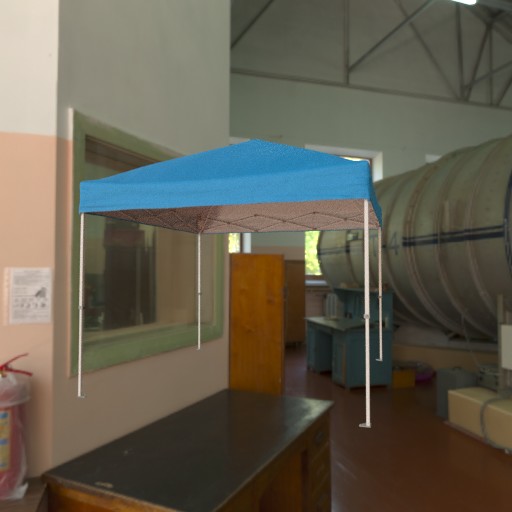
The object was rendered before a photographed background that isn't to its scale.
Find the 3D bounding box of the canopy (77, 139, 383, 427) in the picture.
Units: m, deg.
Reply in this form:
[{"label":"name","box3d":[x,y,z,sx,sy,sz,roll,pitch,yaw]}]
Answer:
[{"label":"canopy","box3d":[0.000,0.000,5.622,2.998,2.997,2.996,-1,-2,18]}]
